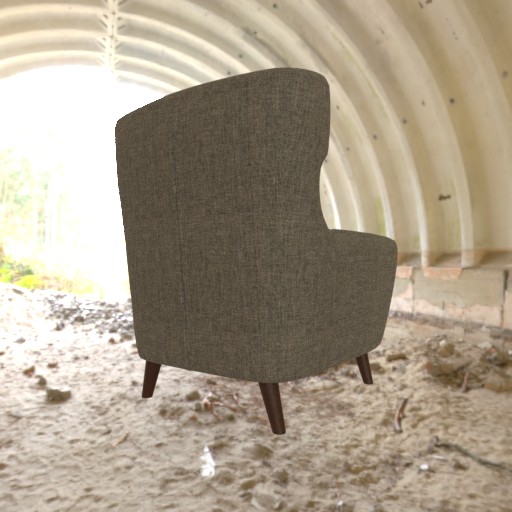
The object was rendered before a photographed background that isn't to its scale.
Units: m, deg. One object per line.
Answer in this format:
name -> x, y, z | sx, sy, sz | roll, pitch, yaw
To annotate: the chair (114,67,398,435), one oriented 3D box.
chair -> 0.000, 0.000, 1.735 | 0.878, 1.063, 0.904 | -1, -1, 36
